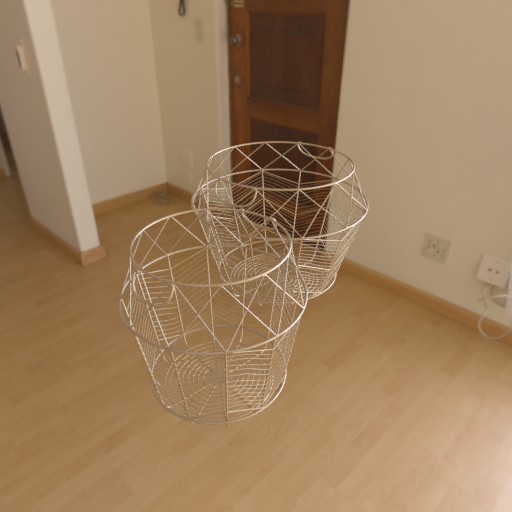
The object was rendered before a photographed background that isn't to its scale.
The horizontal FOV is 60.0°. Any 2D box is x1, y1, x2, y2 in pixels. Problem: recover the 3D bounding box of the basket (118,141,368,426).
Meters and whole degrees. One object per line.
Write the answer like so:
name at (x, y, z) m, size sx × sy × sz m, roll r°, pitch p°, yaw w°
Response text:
basket at (0.000, 0.000, 1.035) m, size 0.451 × 0.343 × 0.805 m, roll 10°, pitch 32°, yaw 17°
